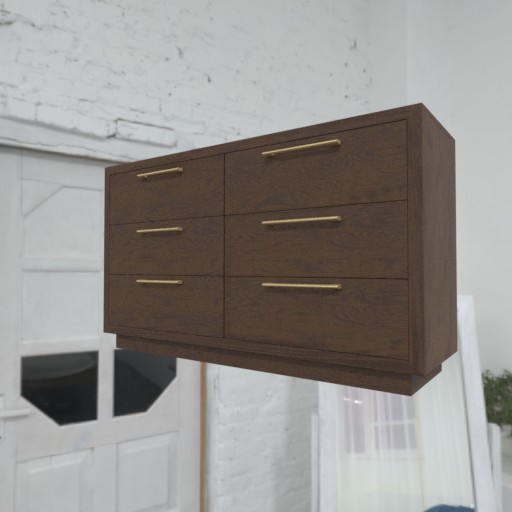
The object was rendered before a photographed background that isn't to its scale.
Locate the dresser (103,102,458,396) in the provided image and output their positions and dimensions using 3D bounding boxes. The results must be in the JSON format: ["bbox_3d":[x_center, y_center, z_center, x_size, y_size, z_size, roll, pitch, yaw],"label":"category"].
[{"bbox_3d":[0.000,0.000,1.931,1.523,0.889,0.512,-1,-2,35],"label":"dresser"}]
